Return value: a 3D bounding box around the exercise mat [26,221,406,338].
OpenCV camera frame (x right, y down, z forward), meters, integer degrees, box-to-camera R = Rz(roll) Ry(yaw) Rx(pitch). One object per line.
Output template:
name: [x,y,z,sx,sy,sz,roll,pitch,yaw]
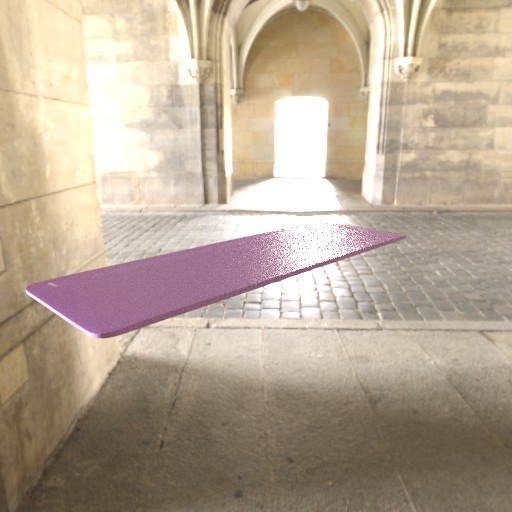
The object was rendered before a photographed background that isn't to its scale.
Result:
exercise mat: [0.000,0.000,2.071,0.616,0.021,1.869,14,20,42]
